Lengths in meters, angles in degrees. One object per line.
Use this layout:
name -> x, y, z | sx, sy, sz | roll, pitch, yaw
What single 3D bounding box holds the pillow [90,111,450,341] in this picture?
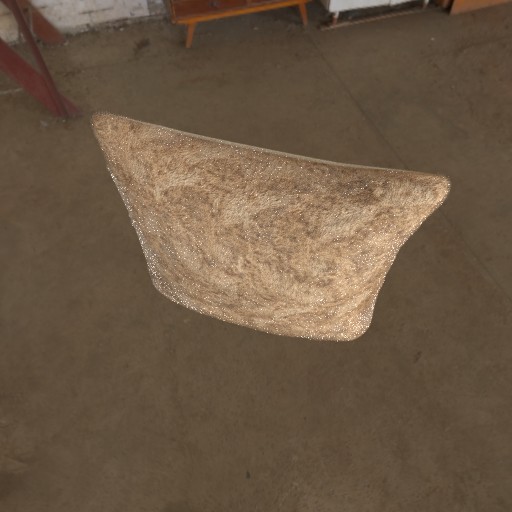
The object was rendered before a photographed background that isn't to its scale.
pillow -> 0.000, 0.000, 0.830 | 0.538, 0.525, 0.216 | 13, 58, 9
